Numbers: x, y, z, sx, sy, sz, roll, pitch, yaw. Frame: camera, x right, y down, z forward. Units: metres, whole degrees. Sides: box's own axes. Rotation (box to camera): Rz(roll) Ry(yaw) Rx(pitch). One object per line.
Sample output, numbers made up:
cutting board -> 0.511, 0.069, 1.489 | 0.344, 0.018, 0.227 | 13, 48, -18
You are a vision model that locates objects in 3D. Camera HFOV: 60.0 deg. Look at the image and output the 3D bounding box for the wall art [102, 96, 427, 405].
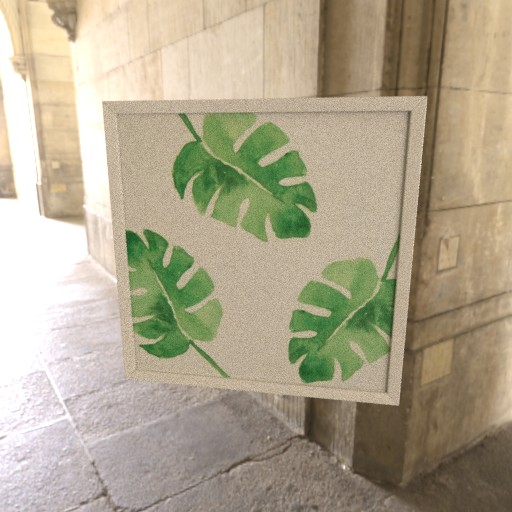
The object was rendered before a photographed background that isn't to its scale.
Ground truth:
wall art -> 0.000, 0.000, 1.140 | 0.762, 0.762, 0.040 | 3, 15, 10
